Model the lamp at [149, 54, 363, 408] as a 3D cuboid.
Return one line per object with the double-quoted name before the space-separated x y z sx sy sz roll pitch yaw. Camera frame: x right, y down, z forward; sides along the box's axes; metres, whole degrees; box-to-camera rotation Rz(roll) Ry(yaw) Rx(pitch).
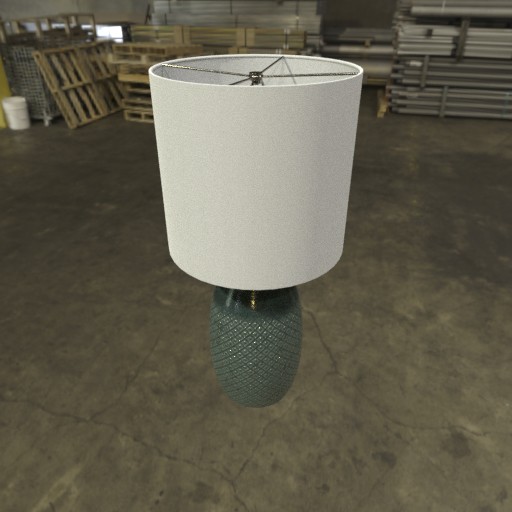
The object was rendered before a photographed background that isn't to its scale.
"lamp" 0.000 0.000 0.572 0.217 0.453 0.217 9 32 14
